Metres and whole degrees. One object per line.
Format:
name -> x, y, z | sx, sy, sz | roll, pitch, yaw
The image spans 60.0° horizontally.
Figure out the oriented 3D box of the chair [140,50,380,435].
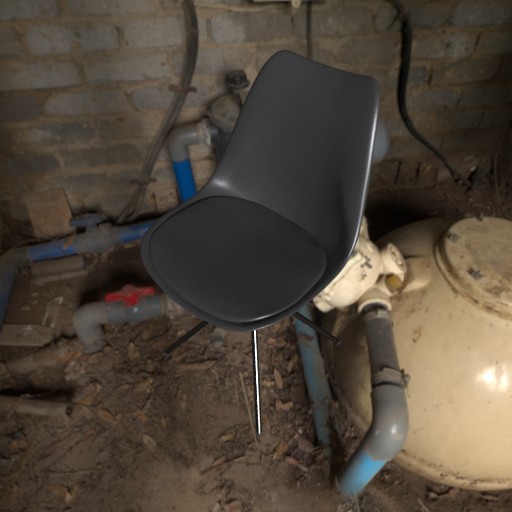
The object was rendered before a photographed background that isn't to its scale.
chair -> 0.000, 0.000, 1.159 | 0.461, 0.850, 0.525 | 32, 54, 27
